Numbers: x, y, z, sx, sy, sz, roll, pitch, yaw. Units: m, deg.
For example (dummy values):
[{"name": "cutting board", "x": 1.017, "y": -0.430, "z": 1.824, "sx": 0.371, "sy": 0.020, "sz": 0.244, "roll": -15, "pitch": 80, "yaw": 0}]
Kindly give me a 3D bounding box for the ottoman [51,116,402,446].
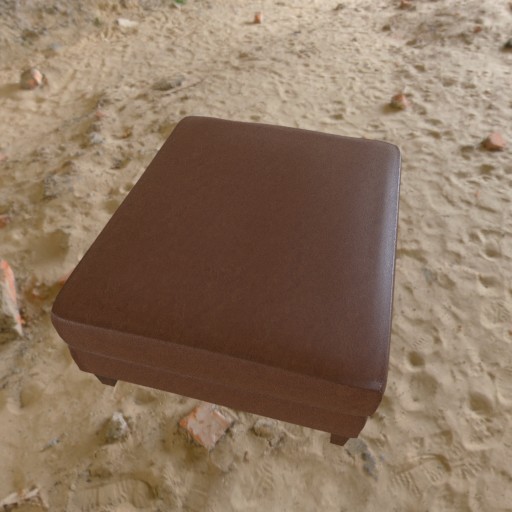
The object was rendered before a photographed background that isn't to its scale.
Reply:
[{"name": "ottoman", "x": 0.000, "y": 0.000, "z": 1.456, "sx": 0.836, "sy": 0.472, "sz": 0.987, "roll": 11, "pitch": 48, "yaw": 10}]
